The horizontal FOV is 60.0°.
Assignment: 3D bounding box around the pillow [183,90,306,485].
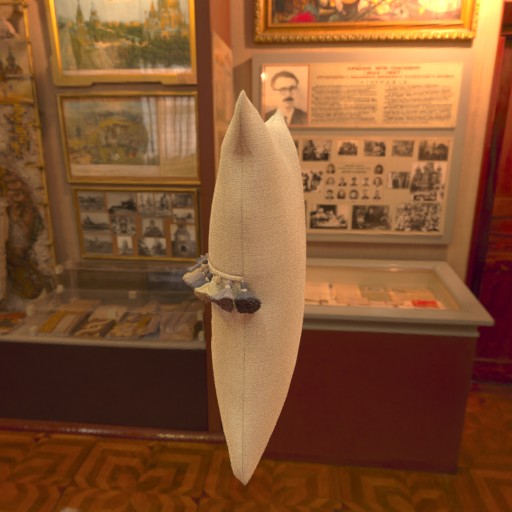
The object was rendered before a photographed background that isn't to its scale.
[{"bbox_3d":[0.000,0.000,0.732,0.165,0.481,0.489,2,16,8],"label":"pillow"}]
